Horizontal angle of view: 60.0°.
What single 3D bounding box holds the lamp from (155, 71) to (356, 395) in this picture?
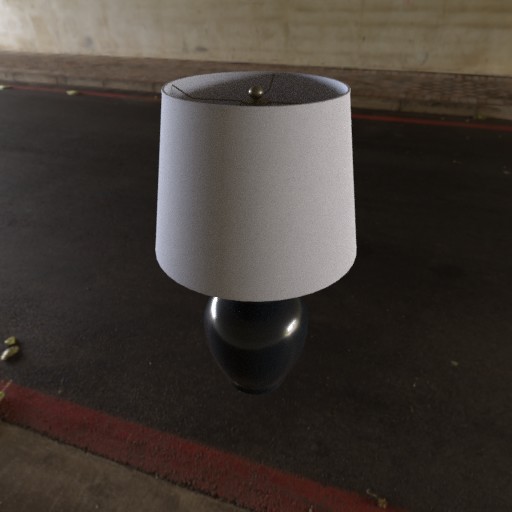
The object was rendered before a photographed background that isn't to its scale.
[{"bbox_3d":[0.000,0.000,0.549,0.239,0.399,0.239,0,31,0],"label":"lamp"}]
